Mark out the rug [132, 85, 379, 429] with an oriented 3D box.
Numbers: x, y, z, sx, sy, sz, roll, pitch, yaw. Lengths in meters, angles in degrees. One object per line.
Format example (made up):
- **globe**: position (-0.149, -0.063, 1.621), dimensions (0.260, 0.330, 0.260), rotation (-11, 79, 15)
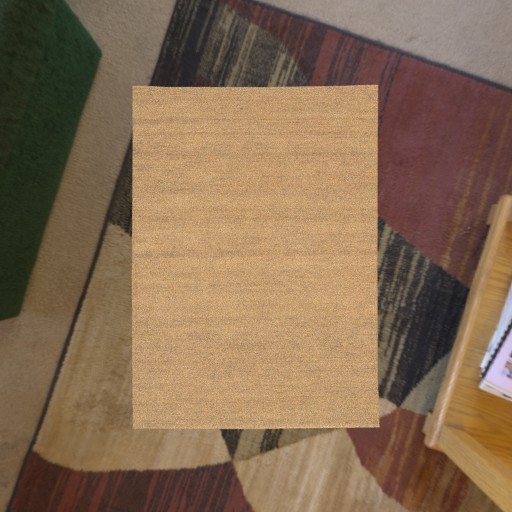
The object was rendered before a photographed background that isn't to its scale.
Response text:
- **rug**: position (0.000, 0.000, 2.912), dimensions (1.624, 0.030, 2.264), rotation (0, 90, -1)
